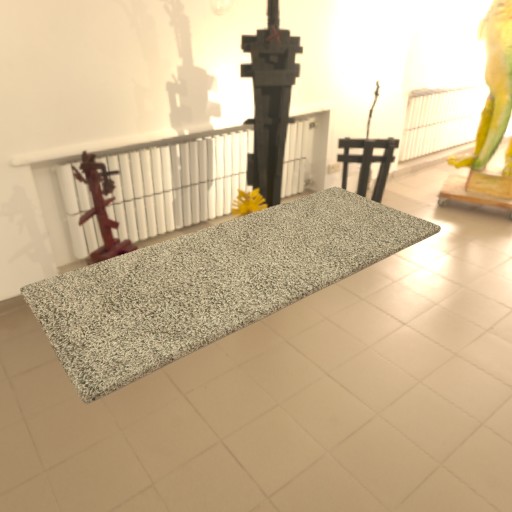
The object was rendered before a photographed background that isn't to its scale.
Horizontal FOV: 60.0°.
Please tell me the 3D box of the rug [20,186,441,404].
[{"bbox_3d":[0.000,0.000,1.674,1.524,0.030,0.609,-21,36,-32],"label":"rug"}]
